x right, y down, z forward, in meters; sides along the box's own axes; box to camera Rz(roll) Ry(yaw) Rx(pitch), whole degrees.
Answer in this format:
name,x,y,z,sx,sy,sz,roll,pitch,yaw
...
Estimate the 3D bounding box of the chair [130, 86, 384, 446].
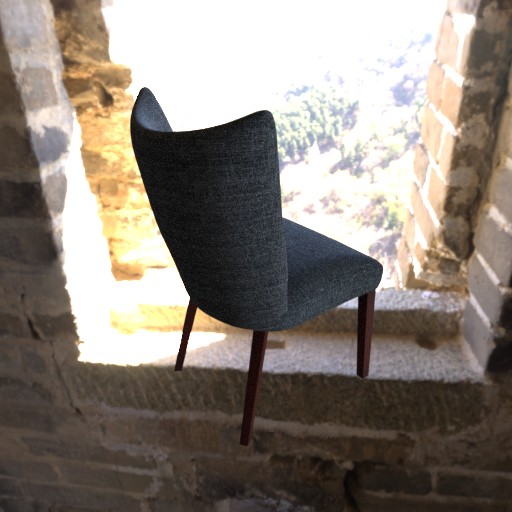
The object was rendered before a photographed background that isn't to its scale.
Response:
name,x,y,z,sx,sy,sz,roll,pitch,yaw
chair,0.000,0.000,1.307,0.623,0.924,0.535,-19,33,-33
